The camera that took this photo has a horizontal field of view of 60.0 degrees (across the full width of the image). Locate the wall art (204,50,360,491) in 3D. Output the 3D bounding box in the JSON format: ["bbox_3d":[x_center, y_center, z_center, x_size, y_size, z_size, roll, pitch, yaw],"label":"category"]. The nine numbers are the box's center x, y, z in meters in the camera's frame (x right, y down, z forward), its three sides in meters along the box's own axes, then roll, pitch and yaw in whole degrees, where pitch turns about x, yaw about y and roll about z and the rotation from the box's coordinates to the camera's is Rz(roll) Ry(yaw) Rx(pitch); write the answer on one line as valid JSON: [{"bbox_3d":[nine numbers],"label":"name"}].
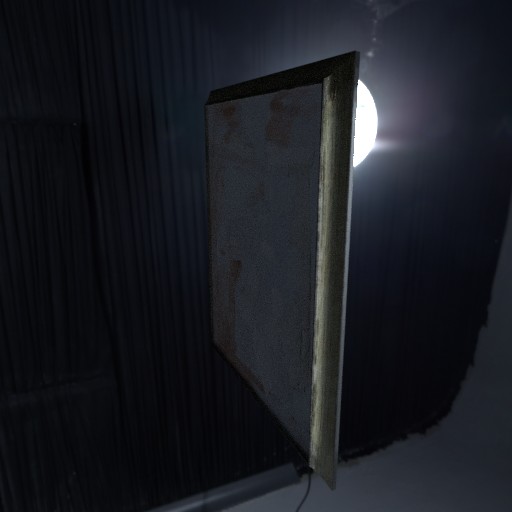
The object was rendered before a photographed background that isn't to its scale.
[{"bbox_3d":[0.000,0.000,0.604,0.023,0.457,0.381,-7,16,-24],"label":"wall art"}]
